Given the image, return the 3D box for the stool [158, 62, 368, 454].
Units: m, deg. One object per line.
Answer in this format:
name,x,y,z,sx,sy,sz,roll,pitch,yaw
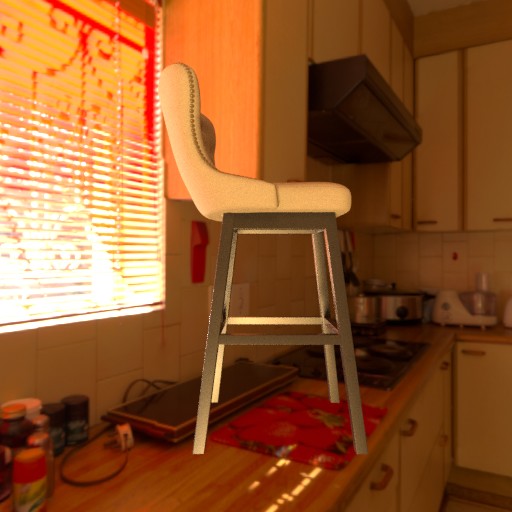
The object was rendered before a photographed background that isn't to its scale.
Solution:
stool,0.000,0.000,1.415,0.605,1.066,0.528,0,0,0
